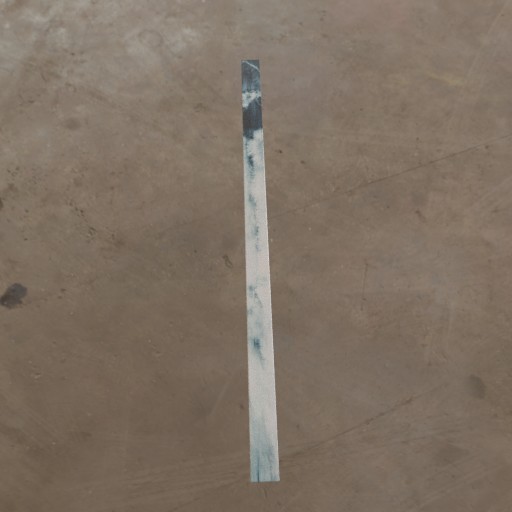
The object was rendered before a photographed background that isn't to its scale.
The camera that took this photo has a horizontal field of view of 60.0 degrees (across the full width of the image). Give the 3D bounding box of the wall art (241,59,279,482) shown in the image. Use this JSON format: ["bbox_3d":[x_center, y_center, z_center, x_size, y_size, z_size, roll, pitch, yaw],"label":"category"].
[{"bbox_3d":[0.000,0.000,0.840,0.037,0.251,0.759,-2,64,-1],"label":"wall art"}]
